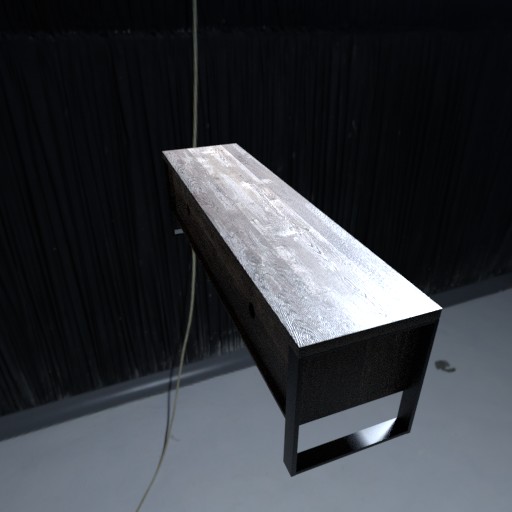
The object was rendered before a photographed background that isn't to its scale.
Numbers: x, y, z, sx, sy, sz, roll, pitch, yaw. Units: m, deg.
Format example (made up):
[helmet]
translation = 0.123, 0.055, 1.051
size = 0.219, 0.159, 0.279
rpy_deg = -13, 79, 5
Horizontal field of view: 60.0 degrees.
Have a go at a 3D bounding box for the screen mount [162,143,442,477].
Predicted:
[screen mount]
translation = 0.000, 0.000, 1.738
size = 0.395, 0.450, 1.524
rpy_deg = -11, 32, -18
